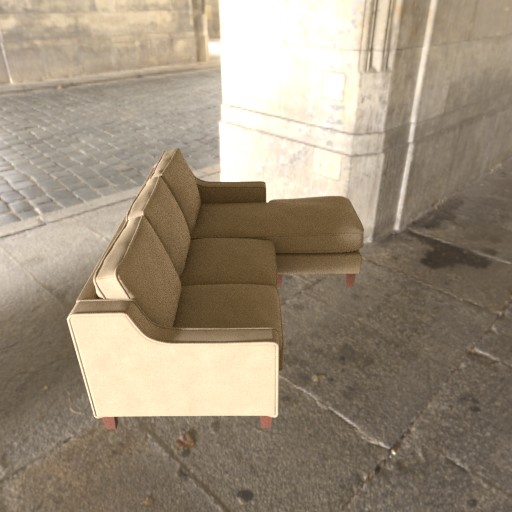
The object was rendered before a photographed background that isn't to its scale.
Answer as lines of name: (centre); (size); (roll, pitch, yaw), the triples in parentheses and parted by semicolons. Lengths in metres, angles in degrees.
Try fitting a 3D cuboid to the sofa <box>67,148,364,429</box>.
sofa: (0.000, 0.000, 3.313); (1.858, 1.066, 2.317); (0, 30, -1)
